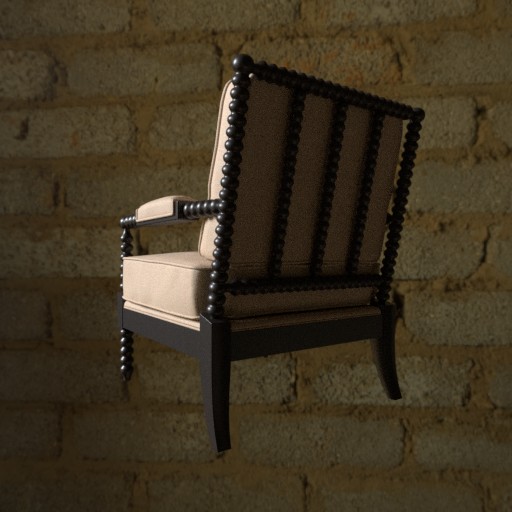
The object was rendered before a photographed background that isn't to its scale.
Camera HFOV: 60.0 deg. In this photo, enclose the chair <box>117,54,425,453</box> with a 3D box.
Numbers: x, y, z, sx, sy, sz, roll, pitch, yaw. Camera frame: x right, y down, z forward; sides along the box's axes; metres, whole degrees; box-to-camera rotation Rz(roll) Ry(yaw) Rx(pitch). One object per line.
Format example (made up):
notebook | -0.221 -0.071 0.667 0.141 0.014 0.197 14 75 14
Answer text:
chair | 0.000 0.000 1.154 0.555 0.703 0.657 0 0 -35
